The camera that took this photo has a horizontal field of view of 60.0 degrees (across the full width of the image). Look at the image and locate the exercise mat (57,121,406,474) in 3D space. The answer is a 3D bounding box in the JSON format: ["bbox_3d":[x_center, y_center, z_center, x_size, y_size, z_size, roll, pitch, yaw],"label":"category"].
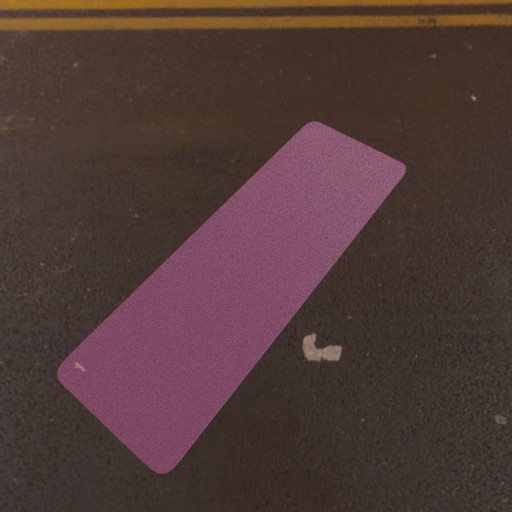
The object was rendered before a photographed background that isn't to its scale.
[{"bbox_3d":[0.000,0.000,2.044,0.616,0.021,1.869,33,64,19],"label":"exercise mat"}]
